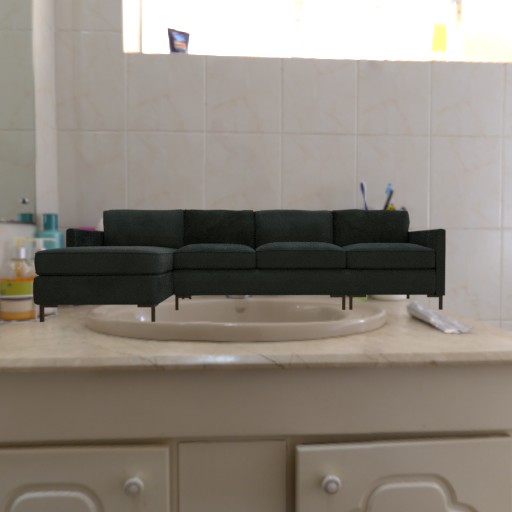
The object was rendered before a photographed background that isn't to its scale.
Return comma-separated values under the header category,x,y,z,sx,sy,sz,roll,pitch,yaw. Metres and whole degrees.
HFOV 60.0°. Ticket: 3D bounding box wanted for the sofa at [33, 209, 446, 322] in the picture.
category,x,y,z,sx,sy,sz,roll,pitch,yaw
sofa,0.000,0.000,4.085,3.400,0.967,1.500,0,1,-1
